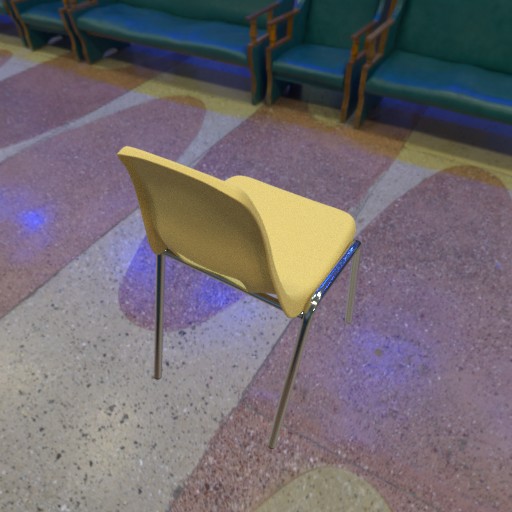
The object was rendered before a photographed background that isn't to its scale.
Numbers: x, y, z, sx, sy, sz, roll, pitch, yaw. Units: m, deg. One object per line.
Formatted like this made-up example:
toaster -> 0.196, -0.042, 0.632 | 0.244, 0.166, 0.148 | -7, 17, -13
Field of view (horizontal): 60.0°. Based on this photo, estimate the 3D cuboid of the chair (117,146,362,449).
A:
chair -> 0.000, 0.000, 0.952 | 0.381, 0.704, 0.436 | 23, 50, 21
